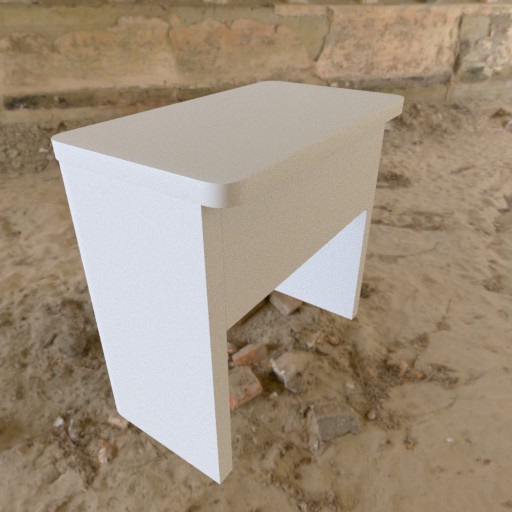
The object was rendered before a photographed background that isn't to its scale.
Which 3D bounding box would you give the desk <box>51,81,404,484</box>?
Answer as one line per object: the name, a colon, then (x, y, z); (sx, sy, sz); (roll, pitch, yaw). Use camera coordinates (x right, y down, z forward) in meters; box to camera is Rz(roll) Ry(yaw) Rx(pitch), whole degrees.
desk: (0.000, 0.000, 1.209); (0.446, 0.760, 0.790); (20, 36, 29)
